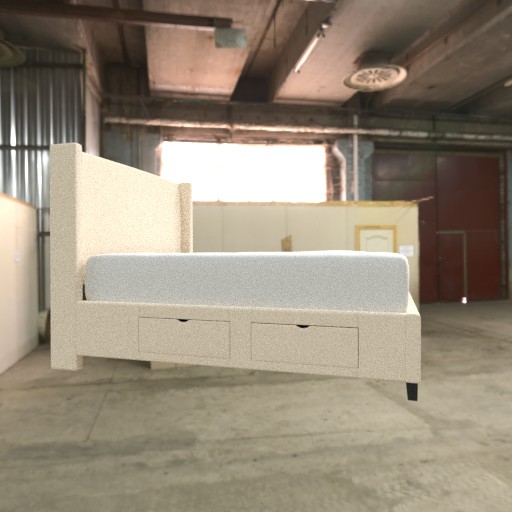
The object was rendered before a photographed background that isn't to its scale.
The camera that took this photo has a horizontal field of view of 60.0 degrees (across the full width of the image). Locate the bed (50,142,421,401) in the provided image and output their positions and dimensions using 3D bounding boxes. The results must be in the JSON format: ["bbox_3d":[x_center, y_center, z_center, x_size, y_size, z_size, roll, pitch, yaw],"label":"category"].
[{"bbox_3d":[0.000,0.000,3.403,2.280,1.471,1.765,0,1,17],"label":"bed"}]
